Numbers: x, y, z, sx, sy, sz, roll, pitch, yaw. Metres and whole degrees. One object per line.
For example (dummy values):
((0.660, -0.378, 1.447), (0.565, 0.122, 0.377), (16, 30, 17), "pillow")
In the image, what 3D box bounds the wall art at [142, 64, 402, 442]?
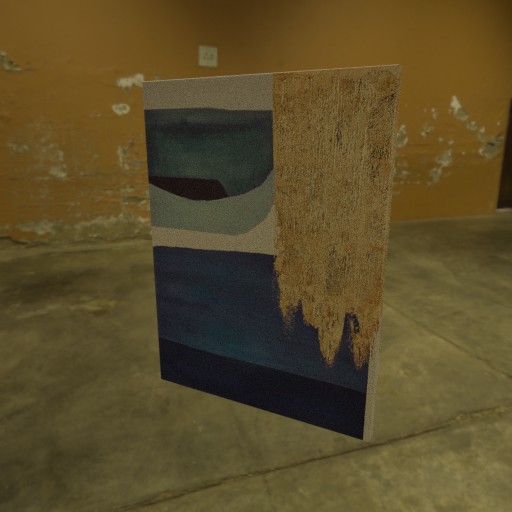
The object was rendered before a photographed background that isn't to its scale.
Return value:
((0.000, 0.000, 0.806), (0.458, 0.613, 0.026), (8, 17, 26), "wall art")
